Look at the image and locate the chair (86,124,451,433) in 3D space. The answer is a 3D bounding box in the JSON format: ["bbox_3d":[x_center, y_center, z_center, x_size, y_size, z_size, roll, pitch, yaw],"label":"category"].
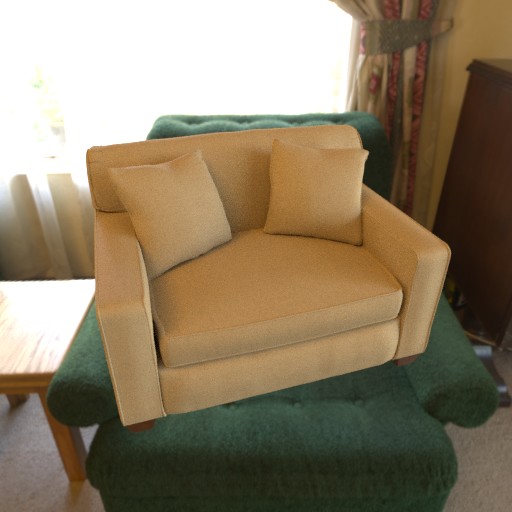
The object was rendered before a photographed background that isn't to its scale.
[{"bbox_3d":[0.000,0.000,2.060,1.383,0.948,1.000,-9,32,-15],"label":"chair"}]
